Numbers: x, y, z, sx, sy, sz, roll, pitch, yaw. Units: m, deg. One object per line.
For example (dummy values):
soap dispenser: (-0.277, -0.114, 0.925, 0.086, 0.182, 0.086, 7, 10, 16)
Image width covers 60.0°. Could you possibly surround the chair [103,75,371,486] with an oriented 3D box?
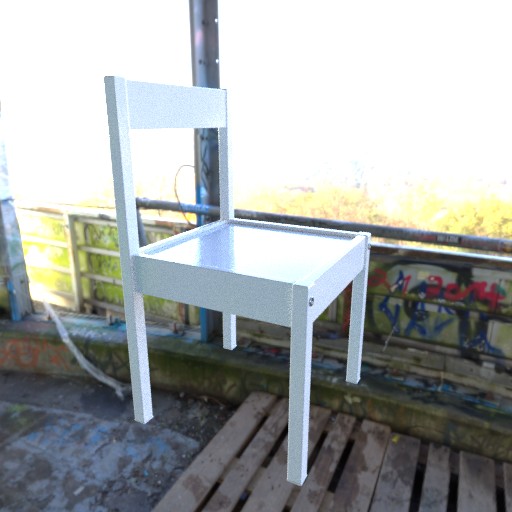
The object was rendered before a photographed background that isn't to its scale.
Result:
chair: (0.000, 0.000, 0.682, 0.285, 0.505, 0.285, 9, 19, 27)
